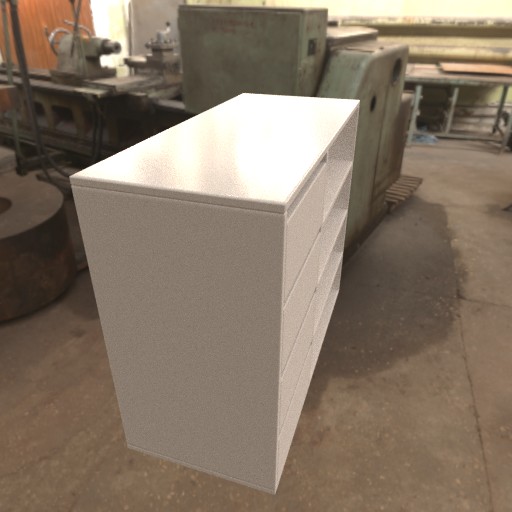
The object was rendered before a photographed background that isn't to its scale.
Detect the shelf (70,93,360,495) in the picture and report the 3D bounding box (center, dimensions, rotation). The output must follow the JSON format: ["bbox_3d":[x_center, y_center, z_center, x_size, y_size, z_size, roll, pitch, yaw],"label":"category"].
[{"bbox_3d":[0.000,0.000,1.277,0.396,0.732,0.895,9,31,16],"label":"shelf"}]
